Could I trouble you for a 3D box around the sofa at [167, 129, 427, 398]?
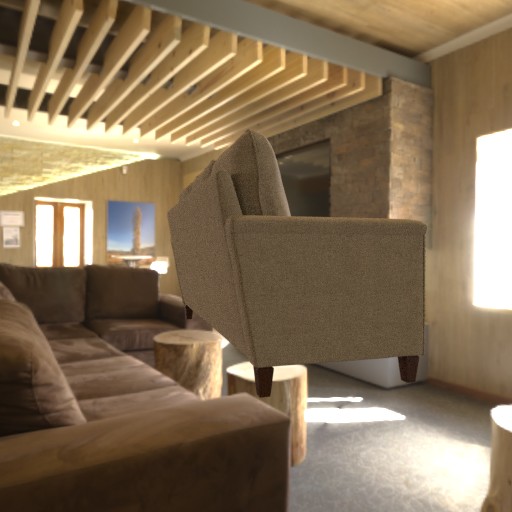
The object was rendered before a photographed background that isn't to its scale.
[{"bbox_3d":[0.000,0.000,2.495,0.828,0.959,1.925,0,1,-17],"label":"sofa"}]
